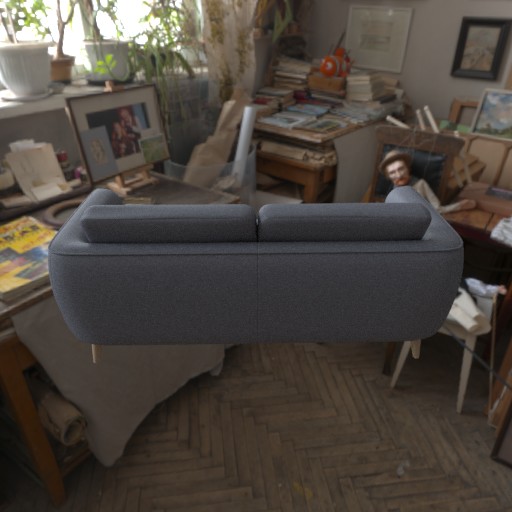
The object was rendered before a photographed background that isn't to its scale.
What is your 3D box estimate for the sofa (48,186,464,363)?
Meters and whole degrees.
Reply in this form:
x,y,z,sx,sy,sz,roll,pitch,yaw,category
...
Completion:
x,y,z,sx,sy,sz,roll,pitch,yaw,category
0.000,0.000,2.524,2.000,0.870,0.920,-1,31,-1,sofa
